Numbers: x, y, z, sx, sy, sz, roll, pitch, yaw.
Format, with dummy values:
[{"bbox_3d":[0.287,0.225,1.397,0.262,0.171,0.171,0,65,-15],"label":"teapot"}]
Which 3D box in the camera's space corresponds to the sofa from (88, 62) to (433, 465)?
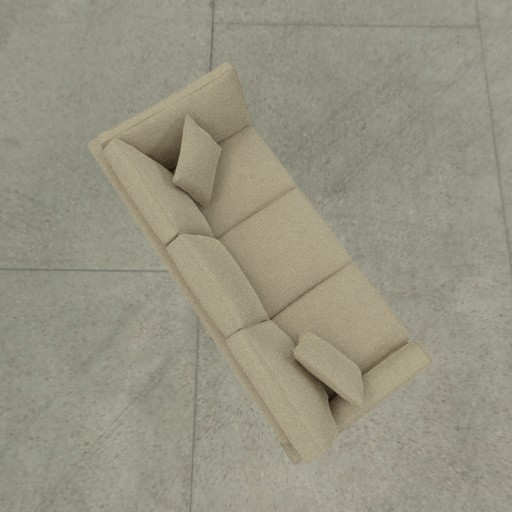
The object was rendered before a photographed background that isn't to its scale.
[{"bbox_3d":[0.000,0.000,2.913,1.061,0.962,2.317,-34,78,-8],"label":"sofa"}]
